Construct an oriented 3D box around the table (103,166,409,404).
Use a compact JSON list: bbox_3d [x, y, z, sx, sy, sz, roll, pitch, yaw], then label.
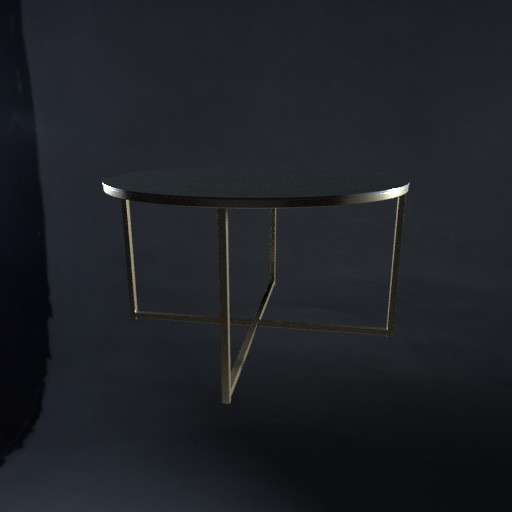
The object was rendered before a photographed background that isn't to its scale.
[{"bbox_3d":[0.000,0.000,1.279,0.800,0.450,0.800,0,16,0],"label":"table"}]
